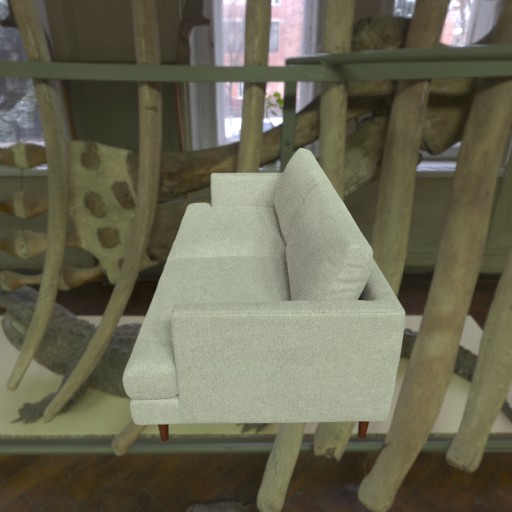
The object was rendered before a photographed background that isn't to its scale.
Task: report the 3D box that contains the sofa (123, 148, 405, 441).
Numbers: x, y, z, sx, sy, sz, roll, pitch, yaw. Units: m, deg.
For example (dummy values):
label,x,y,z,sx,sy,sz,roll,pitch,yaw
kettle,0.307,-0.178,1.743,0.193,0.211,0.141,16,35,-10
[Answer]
label,x,y,z,sx,sy,sz,roll,pitch,yaw
sofa,0.000,0.000,2.487,1.020,0.868,1.948,0,25,-1
